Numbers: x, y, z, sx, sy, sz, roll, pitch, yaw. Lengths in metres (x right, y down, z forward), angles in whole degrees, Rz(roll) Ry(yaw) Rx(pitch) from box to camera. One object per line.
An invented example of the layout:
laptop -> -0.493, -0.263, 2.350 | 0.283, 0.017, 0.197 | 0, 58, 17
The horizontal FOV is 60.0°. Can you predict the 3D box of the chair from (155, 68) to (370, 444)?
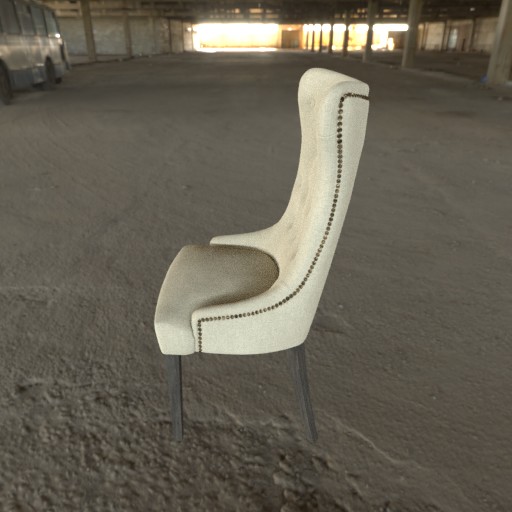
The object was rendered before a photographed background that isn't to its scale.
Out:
chair -> 0.000, 0.000, 1.394 | 0.590, 1.065, 0.584 | 0, 26, 0
